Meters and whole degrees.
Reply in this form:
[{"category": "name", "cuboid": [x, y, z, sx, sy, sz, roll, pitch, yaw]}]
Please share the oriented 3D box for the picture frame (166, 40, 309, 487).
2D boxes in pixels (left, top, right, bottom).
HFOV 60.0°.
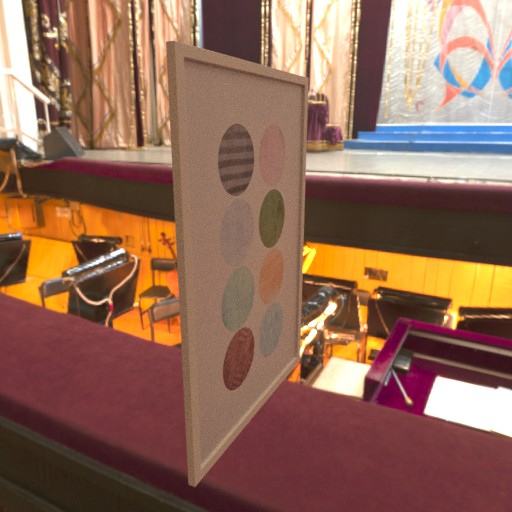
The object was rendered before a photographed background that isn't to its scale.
[{"category": "picture frame", "cuboid": [0.000, 0.000, 0.822, 0.013, 0.657, 0.457, 8, 18, 26]}]
